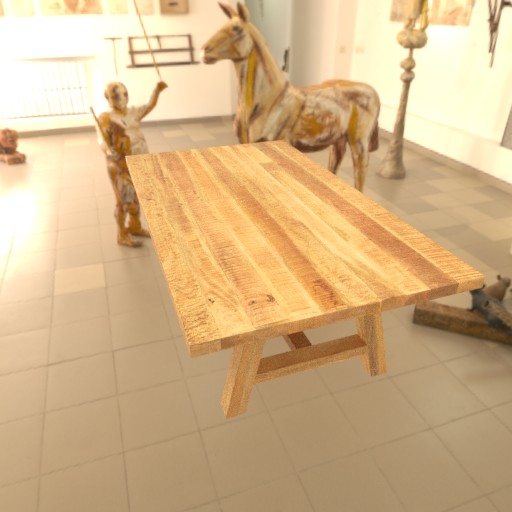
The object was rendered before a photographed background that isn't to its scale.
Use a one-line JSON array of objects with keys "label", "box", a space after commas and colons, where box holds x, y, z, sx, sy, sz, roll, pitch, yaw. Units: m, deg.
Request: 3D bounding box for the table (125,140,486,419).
[{"label": "table", "box": [0.000, 0.000, 1.659, 0.760, 0.455, 1.320, -10, 32, -17]}]
